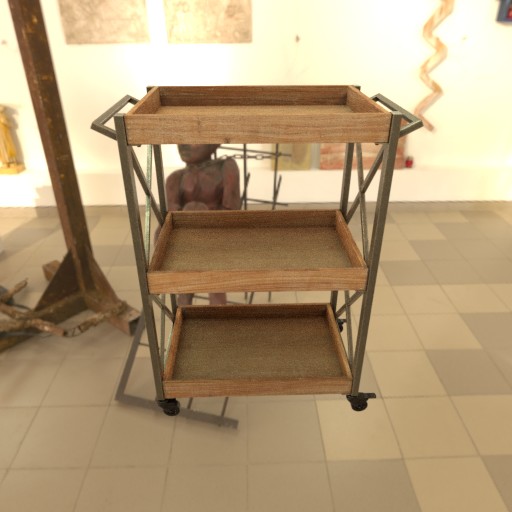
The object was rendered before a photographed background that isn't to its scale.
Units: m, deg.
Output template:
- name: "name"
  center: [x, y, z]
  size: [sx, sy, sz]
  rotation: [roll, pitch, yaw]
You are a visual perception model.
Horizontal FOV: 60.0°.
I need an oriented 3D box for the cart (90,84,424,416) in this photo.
- name: "cart"
  center: [0.000, 0.000, 1.221]
  size: [0.673, 0.835, 0.377]
  rotation: [-1, 30, -2]
